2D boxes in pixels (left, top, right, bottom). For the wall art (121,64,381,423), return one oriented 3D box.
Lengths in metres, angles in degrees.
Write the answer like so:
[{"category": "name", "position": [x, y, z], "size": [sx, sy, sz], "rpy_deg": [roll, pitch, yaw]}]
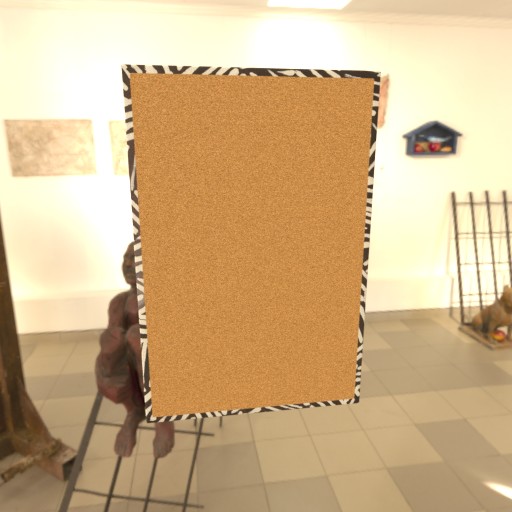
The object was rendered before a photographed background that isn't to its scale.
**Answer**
[{"category": "wall art", "position": [0.000, 0.000, 1.166], "size": [0.615, 0.918, 0.035], "rpy_deg": [-2, 15, -9]}]
